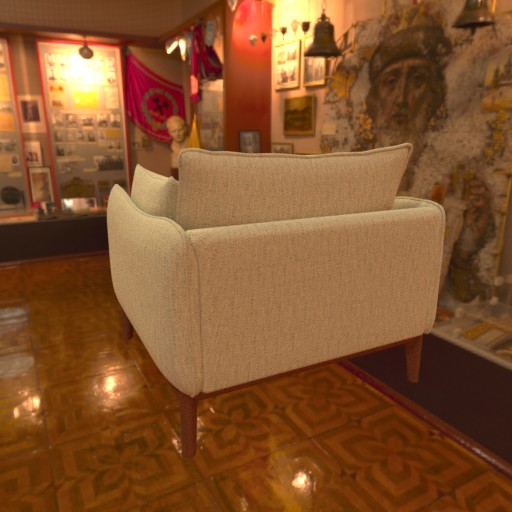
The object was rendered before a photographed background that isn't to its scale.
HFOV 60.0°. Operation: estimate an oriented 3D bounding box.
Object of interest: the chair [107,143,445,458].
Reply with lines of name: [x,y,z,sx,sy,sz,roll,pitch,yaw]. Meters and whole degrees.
chair: [0.000,0.000,1.720,0.994,0.855,0.991,-8,17,-26]
